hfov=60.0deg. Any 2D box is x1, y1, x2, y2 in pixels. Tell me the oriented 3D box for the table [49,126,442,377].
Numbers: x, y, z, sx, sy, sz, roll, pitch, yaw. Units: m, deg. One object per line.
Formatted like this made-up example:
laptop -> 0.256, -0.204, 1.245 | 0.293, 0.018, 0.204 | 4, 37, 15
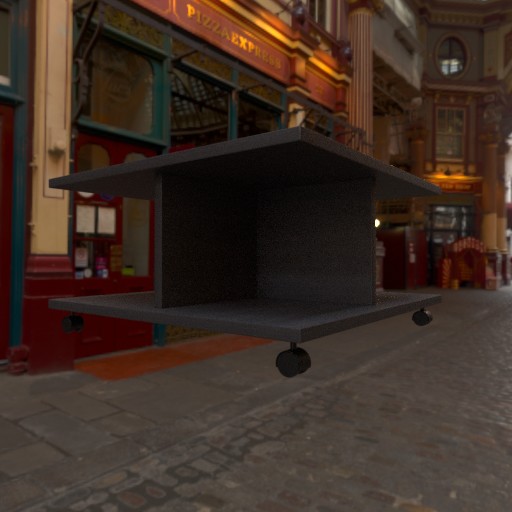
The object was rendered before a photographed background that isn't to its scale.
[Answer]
table -> 0.000, 0.000, 1.208 | 0.762, 0.396, 0.762 | 0, 0, 38
